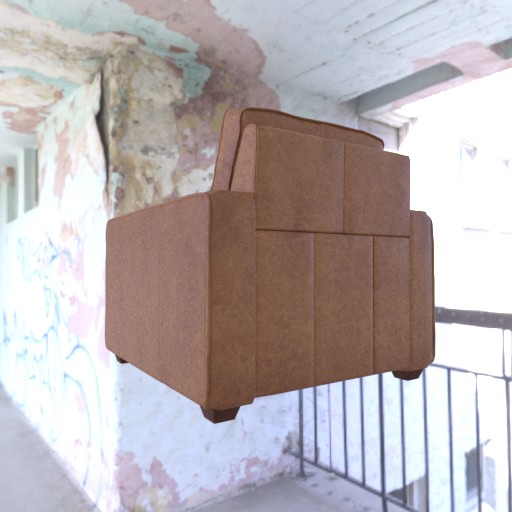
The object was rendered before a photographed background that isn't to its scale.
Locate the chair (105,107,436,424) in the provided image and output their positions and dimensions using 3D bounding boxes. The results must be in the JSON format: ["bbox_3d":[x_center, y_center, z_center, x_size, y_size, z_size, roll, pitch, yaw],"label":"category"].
[{"bbox_3d":[0.000,0.000,1.769,0.987,0.901,1.027,1,-1,-36],"label":"chair"}]
